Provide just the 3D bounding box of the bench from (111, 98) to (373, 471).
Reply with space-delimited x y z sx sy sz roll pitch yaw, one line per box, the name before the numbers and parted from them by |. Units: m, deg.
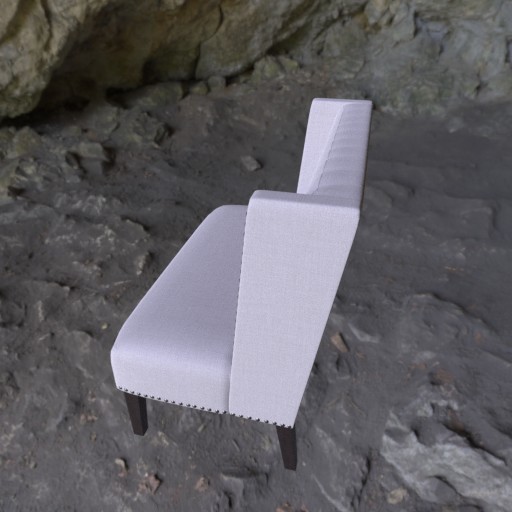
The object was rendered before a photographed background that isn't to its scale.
bench | 0.000 0.000 1.974 0.847 1.123 1.280 7 32 12
